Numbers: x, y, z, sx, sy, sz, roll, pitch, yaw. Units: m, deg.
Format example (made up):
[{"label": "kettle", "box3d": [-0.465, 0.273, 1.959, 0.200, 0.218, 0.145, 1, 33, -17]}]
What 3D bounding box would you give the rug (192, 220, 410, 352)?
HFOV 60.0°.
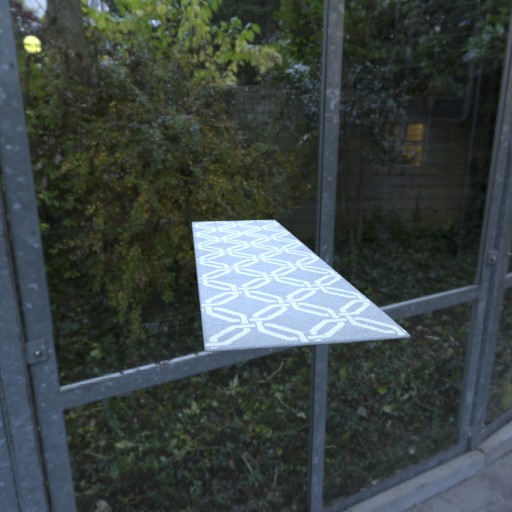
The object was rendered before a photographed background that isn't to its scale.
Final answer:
[{"label": "rug", "box3d": [0.000, 0.000, 2.501, 0.678, 0.014, 2.276, -2, 15, -9]}]
